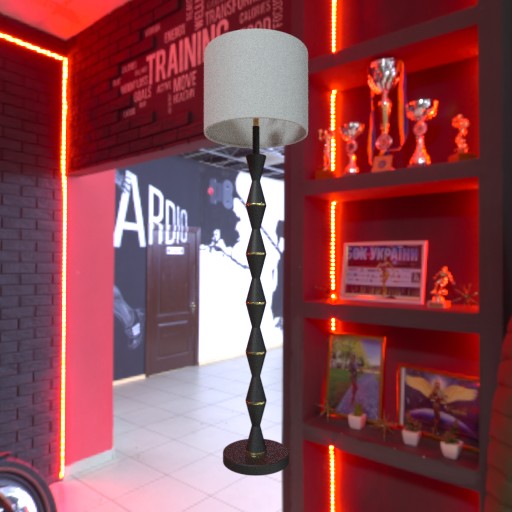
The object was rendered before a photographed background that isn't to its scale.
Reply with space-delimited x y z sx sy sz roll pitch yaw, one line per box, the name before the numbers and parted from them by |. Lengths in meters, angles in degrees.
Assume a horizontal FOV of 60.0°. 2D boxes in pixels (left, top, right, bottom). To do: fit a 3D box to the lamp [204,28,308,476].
lamp | 0.000 0.000 1.622 0.381 1.480 0.381 0 -1 -18
